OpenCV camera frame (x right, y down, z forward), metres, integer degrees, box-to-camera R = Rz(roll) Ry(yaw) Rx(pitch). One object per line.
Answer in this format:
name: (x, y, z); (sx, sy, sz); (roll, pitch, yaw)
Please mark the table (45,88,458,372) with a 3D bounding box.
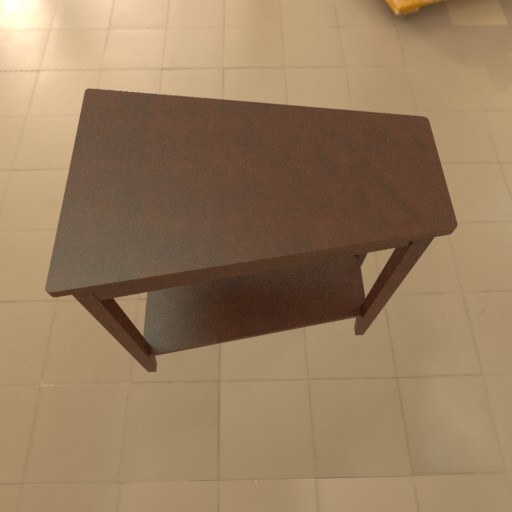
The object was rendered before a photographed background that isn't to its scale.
table: (0.000, 0.000, 0.976); (0.605, 0.589, 0.399); (-2, 63, -1)
